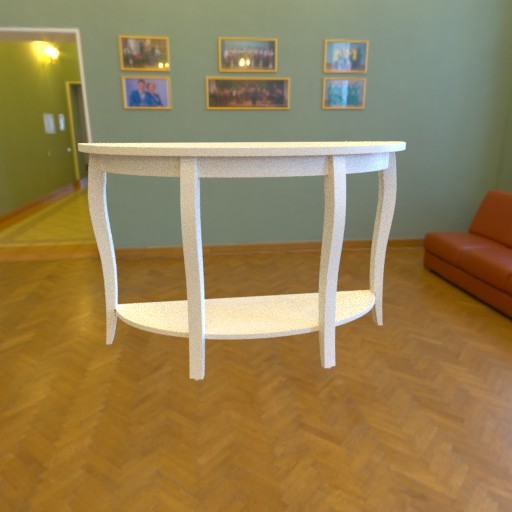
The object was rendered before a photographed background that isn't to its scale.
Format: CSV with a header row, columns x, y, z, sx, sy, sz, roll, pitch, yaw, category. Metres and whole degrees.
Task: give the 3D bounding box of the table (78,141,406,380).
x,y,z,sx,sy,sz,roll,pitch,yaw,category
0.000,0.000,1.599,1.219,0.780,0.394,-3,17,-8,table
